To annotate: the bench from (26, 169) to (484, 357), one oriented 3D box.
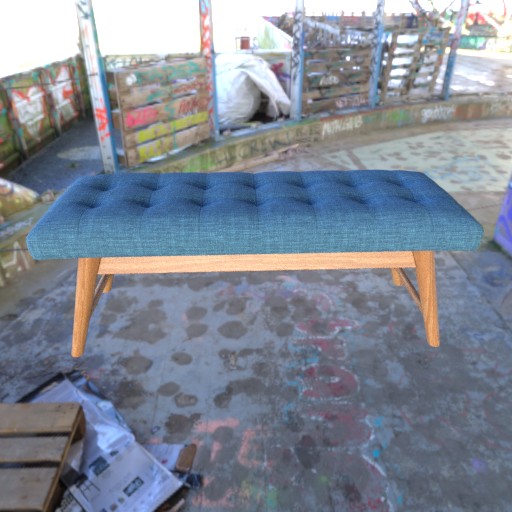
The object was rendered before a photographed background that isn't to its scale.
[{"bbox_3d":[0.000,0.000,1.326,1.118,0.432,0.406,-1,30,-2],"label":"bench"}]
